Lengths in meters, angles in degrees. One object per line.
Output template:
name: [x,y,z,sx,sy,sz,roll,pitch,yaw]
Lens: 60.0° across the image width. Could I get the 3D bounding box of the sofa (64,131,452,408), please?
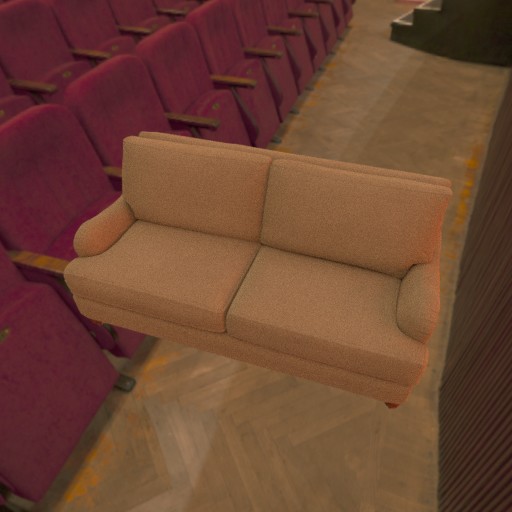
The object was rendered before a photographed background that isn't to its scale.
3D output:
sofa: [0.000,0.000,2.672,2.070,0.997,1.091,12,43,14]
